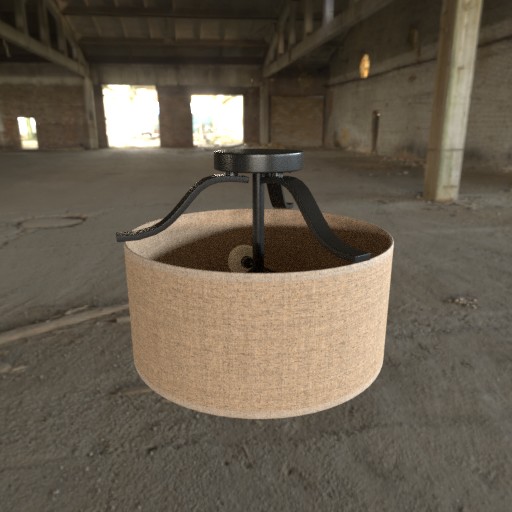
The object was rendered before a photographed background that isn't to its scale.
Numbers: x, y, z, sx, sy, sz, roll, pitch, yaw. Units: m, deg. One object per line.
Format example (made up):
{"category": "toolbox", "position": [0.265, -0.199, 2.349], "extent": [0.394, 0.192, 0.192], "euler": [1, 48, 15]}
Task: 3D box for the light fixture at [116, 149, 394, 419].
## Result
{"category": "light fixture", "position": [0.000, 0.000, 0.662], "extent": [0.390, 0.306, 0.390], "euler": [0, 16, 0]}
